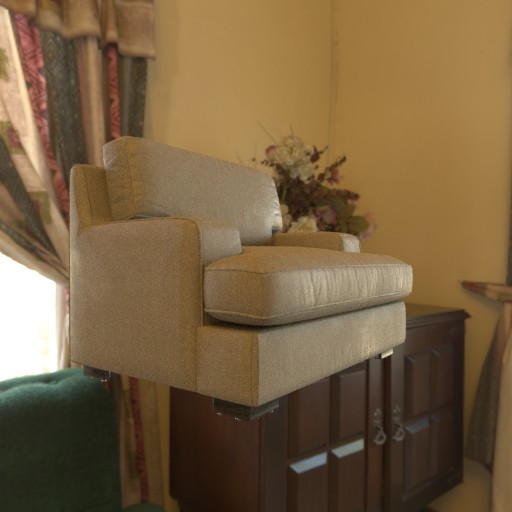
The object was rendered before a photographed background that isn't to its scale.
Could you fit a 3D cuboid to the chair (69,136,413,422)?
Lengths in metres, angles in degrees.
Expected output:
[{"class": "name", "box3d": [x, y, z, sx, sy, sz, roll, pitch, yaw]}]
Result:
[{"class": "chair", "box3d": [0.000, 0.000, 1.968, 1.043, 0.974, 1.270, 0, -1, 37]}]
